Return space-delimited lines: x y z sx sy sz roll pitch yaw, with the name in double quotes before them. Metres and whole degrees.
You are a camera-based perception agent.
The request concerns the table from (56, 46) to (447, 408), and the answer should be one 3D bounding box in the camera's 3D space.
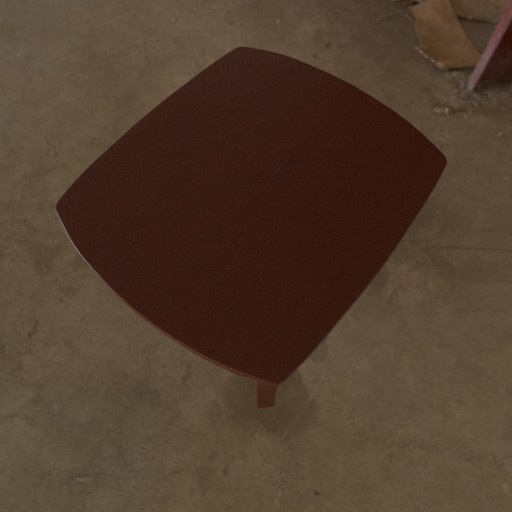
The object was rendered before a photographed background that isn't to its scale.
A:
"table" 0.000 0.000 0.868 0.433 0.496 0.502 36 69 16
